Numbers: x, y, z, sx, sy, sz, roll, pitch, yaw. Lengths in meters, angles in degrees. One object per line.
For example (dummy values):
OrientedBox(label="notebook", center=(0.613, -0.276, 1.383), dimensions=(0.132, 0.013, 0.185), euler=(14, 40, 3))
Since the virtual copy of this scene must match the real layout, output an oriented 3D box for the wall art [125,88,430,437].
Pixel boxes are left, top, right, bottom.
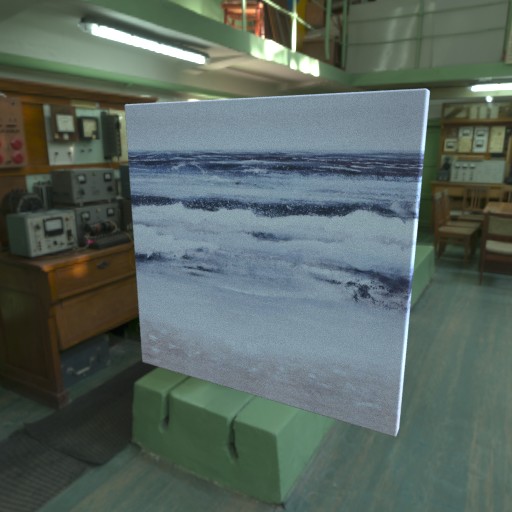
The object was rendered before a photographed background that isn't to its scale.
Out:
OrientedBox(label="wall art", center=(0.000, 0.000, 1.114), dimensions=(0.755, 0.747, 0.065), euler=(8, 16, 27))
